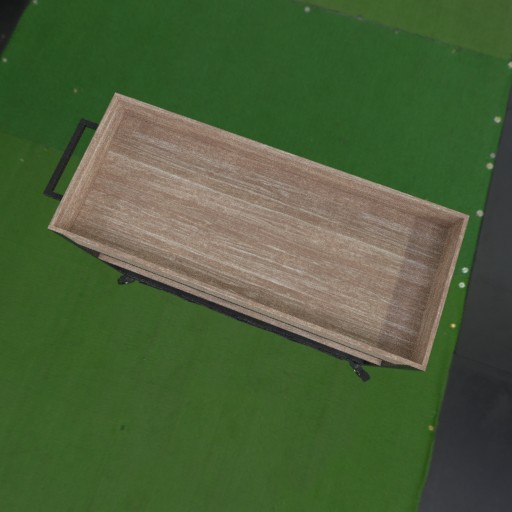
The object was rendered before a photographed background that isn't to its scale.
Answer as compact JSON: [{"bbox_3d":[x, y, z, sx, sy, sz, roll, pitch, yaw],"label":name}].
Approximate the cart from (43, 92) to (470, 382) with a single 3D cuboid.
[{"bbox_3d":[0.000,0.000,1.475,1.101,0.787,0.500,20,78,4],"label":"cart"}]
